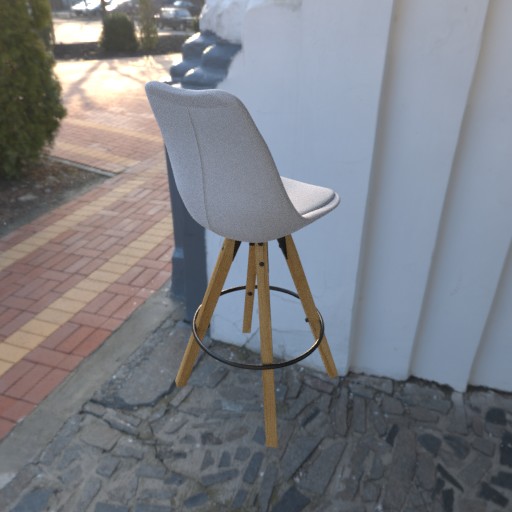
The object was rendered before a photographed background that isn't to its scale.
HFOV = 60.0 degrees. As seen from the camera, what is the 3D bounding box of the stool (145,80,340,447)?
[{"bbox_3d":[0.000,0.000,1.445,0.484,1.115,0.550,21,36,32],"label":"stool"}]
